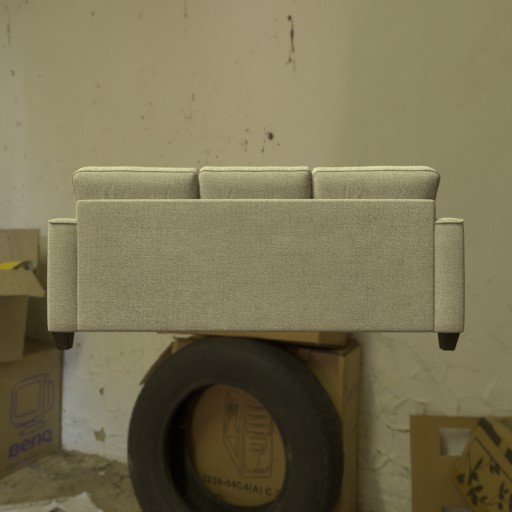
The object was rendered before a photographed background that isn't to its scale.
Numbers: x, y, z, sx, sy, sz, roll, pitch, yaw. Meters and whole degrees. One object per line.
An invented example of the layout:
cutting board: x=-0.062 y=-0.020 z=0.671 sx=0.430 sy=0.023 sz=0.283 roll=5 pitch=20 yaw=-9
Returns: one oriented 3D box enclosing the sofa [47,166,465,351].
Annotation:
sofa: x=0.000 y=0.000 z=2.686 sx=2.133 sy=0.965 sz=0.939 roll=0 pitch=0 yaw=1
